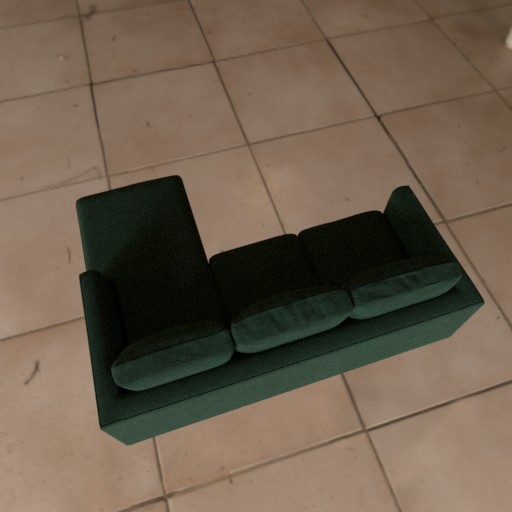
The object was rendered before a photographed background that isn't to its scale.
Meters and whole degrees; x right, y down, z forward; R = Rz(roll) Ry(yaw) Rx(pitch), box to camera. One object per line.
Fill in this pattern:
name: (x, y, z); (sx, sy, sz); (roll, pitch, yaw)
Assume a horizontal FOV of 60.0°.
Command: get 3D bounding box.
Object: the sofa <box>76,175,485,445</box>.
sofa: (0.000, 0.000, 2.749); (2.030, 0.899, 1.580); (-16, 60, -9)
